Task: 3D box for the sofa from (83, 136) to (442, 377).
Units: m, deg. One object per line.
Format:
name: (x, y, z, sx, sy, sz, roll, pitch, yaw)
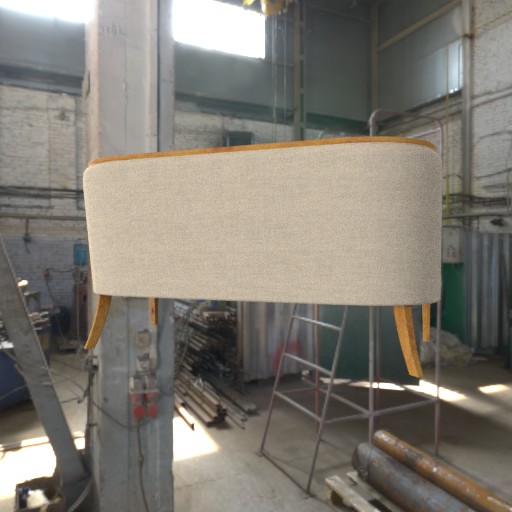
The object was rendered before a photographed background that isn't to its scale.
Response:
sofa: (0.000, 0.000, 1.917, 1.474, 0.775, 0.770, 0, 1, 18)
